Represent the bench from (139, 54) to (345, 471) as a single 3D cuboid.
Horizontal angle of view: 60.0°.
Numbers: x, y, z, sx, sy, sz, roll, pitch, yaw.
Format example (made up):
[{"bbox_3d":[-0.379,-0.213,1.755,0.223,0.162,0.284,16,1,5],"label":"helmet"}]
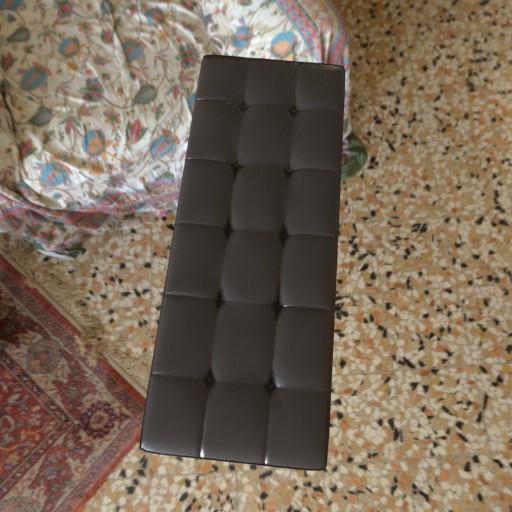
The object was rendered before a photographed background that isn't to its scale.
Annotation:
[{"bbox_3d":[0.000,0.000,1.348,0.432,0.460,1.105,5,73,2],"label":"bench"}]
